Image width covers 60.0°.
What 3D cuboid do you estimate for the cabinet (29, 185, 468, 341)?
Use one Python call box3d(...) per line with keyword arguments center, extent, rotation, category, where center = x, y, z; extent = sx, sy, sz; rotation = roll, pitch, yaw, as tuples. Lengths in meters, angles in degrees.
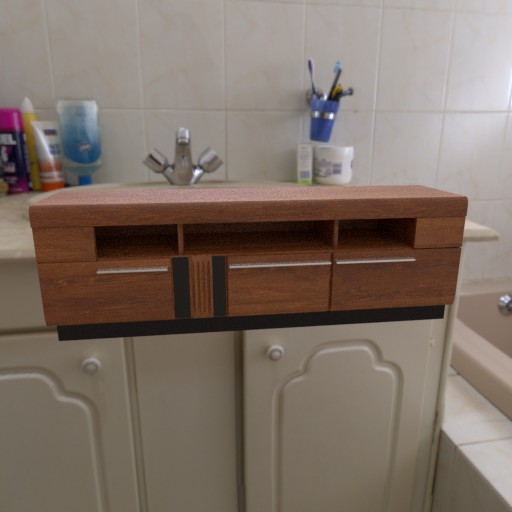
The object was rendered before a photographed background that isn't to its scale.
box3d(center=(0.000, 0.000, 1.837), extent=(1.600, 0.510, 0.419), rotation=(-2, 16, -7), category="cabinet")
